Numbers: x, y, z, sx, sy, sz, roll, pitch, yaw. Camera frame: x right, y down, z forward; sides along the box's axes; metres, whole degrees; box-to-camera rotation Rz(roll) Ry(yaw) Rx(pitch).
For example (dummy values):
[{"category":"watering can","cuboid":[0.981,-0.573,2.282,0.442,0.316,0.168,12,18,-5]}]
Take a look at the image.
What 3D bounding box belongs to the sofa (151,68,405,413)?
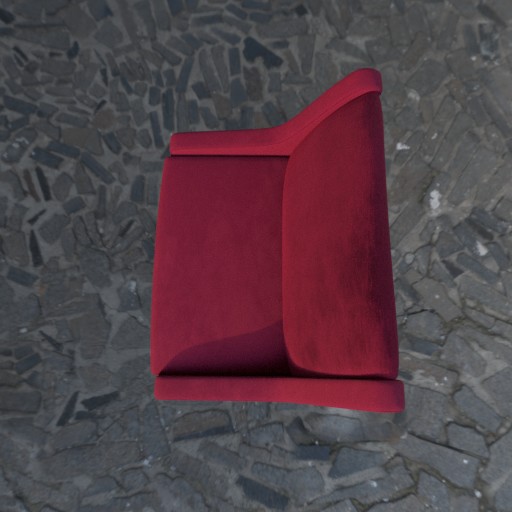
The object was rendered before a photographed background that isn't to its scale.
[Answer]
[{"category":"sofa","cuboid":[0.000,0.000,1.976,0.946,0.976,1.242,0,76,0]}]
